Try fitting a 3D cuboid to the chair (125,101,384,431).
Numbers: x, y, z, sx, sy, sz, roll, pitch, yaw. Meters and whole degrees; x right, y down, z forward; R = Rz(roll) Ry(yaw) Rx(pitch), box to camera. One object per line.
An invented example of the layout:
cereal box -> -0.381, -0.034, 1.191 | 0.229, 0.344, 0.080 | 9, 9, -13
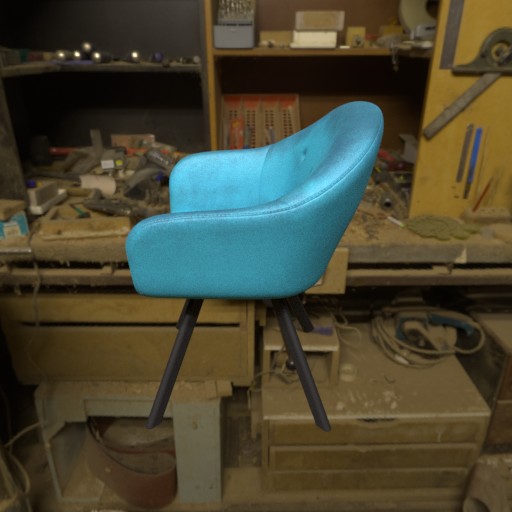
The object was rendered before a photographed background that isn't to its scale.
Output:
chair -> 0.000, 0.000, 1.181 | 0.570, 0.780, 0.540 | 0, 26, 1
